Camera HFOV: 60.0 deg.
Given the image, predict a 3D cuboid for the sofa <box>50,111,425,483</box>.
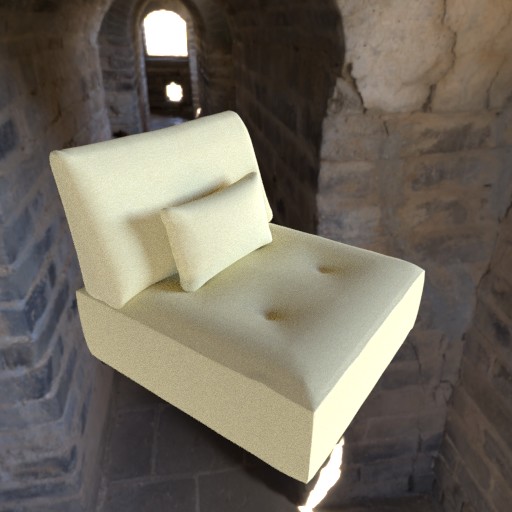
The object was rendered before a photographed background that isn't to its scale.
[{"bbox_3d":[0.000,0.000,1.626,1.000,0.820,0.930,18,33,31],"label":"sofa"}]
